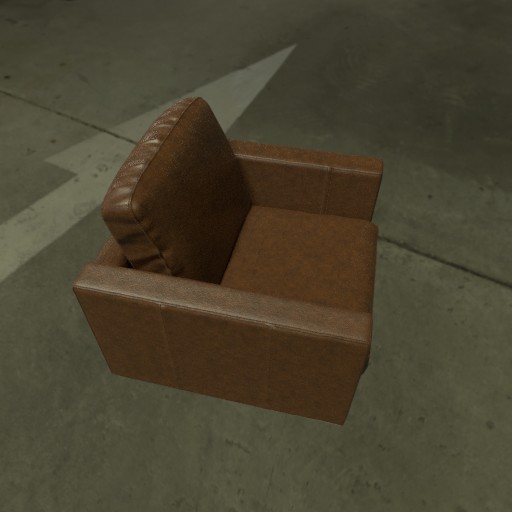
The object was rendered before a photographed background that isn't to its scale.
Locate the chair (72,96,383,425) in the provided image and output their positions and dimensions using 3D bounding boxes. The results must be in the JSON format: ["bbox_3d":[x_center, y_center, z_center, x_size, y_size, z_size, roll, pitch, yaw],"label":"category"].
[{"bbox_3d":[0.000,0.000,1.675,0.909,0.956,0.890,10,47,9],"label":"chair"}]
